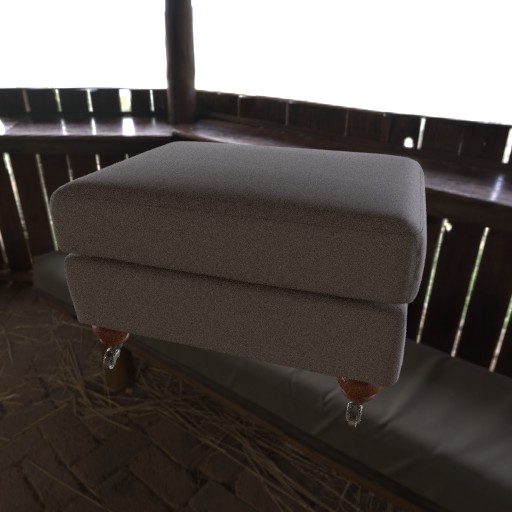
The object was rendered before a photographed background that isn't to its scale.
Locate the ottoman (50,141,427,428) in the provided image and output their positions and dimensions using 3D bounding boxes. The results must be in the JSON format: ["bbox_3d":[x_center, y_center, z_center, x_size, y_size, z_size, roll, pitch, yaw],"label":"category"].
[{"bbox_3d":[0.000,0.000,1.135,0.773,0.497,0.574,8,27,16],"label":"ottoman"}]
